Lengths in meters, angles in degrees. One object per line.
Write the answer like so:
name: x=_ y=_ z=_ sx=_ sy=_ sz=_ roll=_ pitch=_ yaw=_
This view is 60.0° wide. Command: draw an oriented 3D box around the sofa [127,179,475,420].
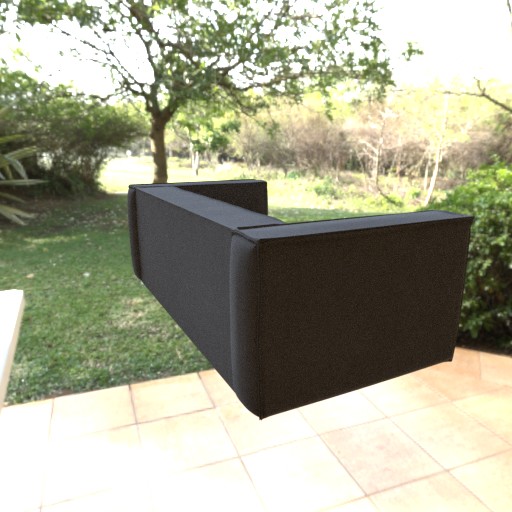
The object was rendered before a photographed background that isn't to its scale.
sofa: x=0.000 y=0.000 z=2.482 sx=1.038 sy=0.680 sz=1.995 roll=-7 pitch=16 yaw=-26
